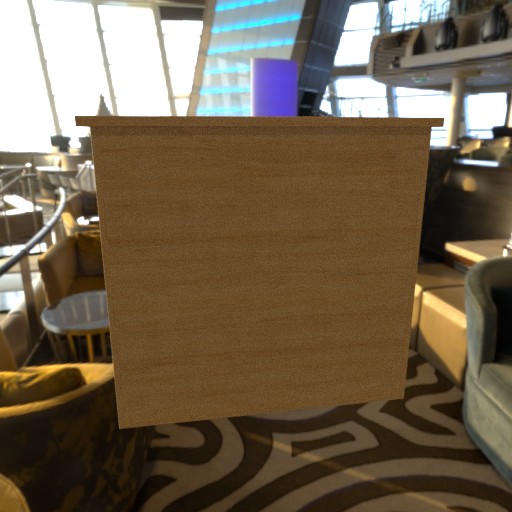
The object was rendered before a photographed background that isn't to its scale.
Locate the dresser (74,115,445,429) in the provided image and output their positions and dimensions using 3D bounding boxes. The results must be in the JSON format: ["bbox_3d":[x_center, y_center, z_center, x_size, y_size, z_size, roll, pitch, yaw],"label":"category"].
[{"bbox_3d":[0.000,0.000,1.234,0.800,0.730,0.410,-3,16,-9],"label":"dresser"}]
